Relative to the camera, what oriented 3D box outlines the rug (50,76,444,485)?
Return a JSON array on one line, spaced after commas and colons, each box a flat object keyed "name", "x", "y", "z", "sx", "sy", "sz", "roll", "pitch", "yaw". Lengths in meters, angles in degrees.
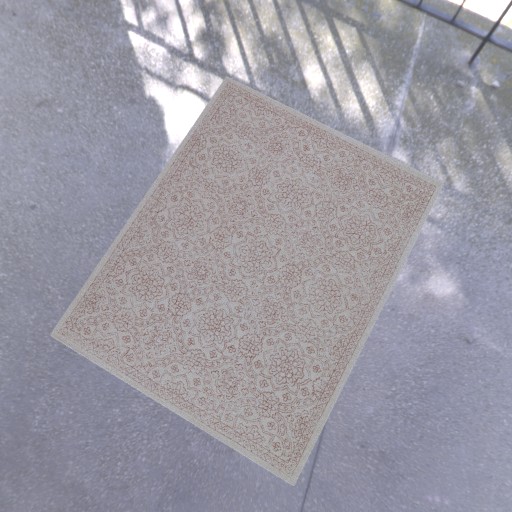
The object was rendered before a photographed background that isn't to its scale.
[{"name": "rug", "x": 0.000, "y": 0.000, "z": 4.087, "sx": 2.441, "sy": 0.015, "sz": 3.050, "roll": 29, "pitch": 77, "yaw": 7}]
